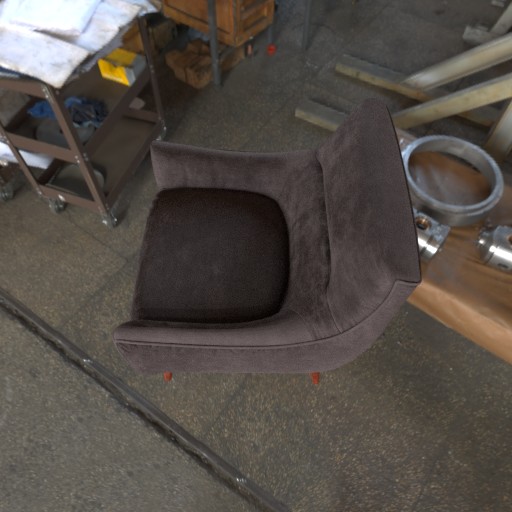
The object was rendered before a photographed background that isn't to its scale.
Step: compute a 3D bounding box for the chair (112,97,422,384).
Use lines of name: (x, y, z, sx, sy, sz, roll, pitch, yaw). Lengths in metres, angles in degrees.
chair: (0.000, 0.000, 1.479, 0.787, 0.838, 0.762, 1, 58, 1)
